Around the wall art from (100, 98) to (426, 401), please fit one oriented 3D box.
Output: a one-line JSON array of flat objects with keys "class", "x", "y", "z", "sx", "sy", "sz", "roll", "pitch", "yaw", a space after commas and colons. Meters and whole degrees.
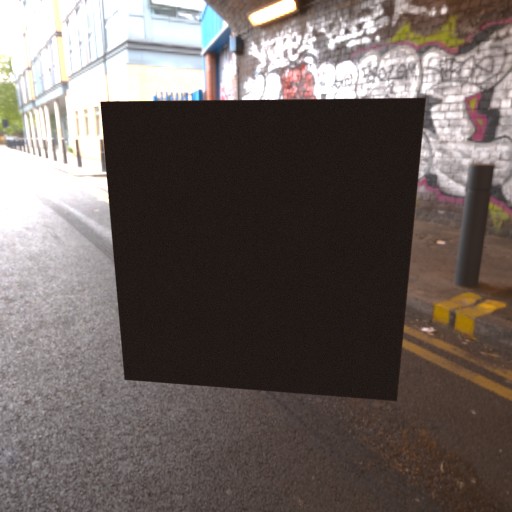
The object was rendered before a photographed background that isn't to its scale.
[{"class": "wall art", "x": 0.000, "y": 0.000, "z": 1.146, "sx": 0.762, "sy": 0.762, "sz": 0.038, "roll": 2, "pitch": 15, "yaw": 8}]
